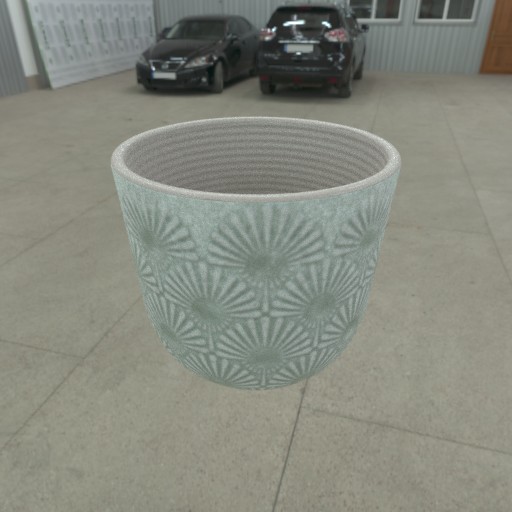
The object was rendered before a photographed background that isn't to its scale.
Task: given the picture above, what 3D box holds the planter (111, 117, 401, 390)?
[{"bbox_3d":[0.000,0.000,0.304,0.170,0.152,0.170,0,29,0],"label":"planter"}]
